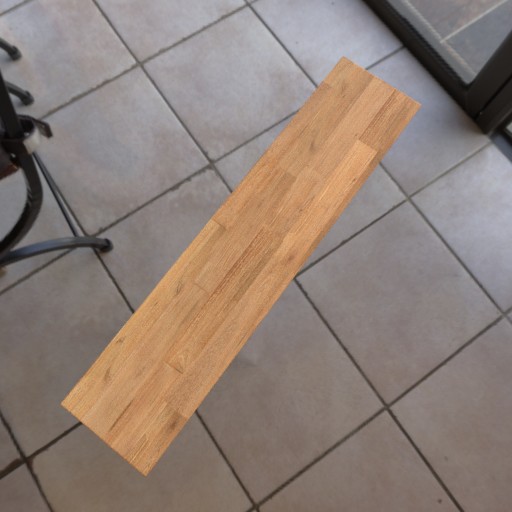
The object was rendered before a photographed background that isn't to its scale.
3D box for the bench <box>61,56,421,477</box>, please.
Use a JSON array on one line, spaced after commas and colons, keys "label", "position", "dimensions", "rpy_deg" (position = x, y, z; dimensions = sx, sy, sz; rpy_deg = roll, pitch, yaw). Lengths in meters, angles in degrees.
[{"label": "bench", "position": [0.000, 0.000, 1.837], "dimensions": [0.378, 0.431, 1.698], "rpy_deg": [36, 79, 8]}]
